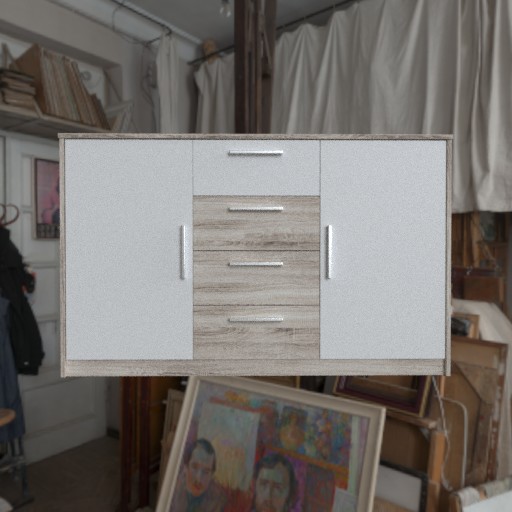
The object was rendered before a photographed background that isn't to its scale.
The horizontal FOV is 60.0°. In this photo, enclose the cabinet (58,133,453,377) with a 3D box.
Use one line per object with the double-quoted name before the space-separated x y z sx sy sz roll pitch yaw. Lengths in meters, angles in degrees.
"cabinet" 0.000 0.000 1.808 1.450 0.900 0.380 0 1 -1
